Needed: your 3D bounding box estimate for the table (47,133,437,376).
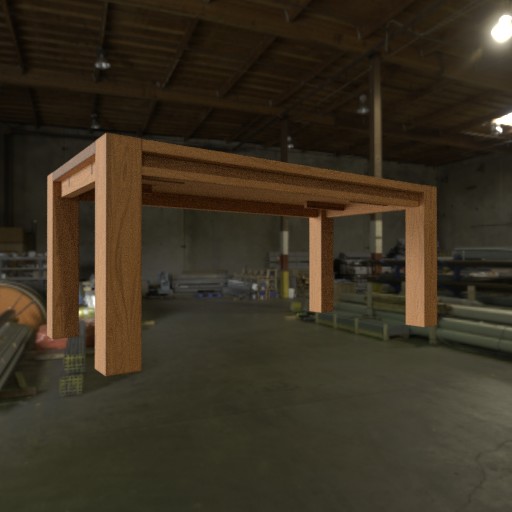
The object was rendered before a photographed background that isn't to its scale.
[{"bbox_3d":[0.000,0.000,2.269,1.800,0.760,0.900,0,0,-36],"label":"table"}]
